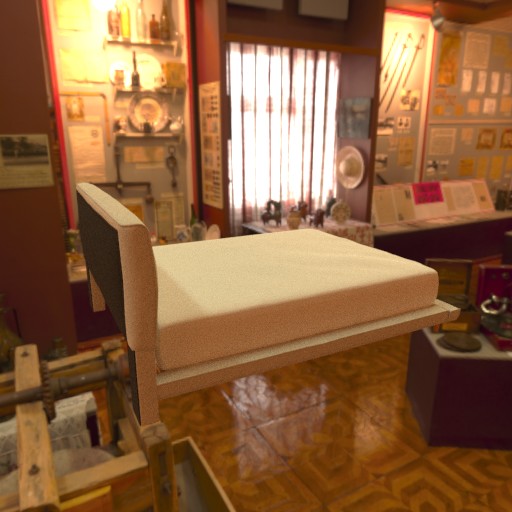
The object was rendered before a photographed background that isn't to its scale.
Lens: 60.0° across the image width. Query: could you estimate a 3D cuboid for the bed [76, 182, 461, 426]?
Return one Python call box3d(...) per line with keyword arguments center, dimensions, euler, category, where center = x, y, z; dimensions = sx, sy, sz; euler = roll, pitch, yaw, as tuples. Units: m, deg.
box3d(center=(0.000, 0.000, 3.573), dimensions=(2.498, 1.126, 1.980), euler=(-8, 18, -26), category="bed")
